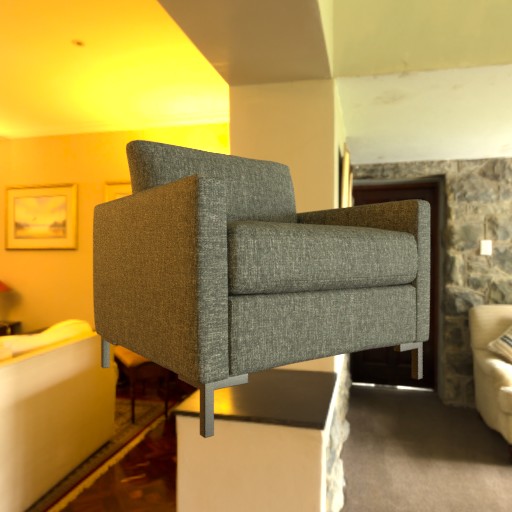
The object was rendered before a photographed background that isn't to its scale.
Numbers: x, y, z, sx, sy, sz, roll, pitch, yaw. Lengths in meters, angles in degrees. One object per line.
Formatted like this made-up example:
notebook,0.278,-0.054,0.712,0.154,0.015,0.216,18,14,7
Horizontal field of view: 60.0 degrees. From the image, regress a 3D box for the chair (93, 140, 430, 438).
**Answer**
chair,0.000,0.000,1.630,0.963,0.861,0.866,0,0,-36
